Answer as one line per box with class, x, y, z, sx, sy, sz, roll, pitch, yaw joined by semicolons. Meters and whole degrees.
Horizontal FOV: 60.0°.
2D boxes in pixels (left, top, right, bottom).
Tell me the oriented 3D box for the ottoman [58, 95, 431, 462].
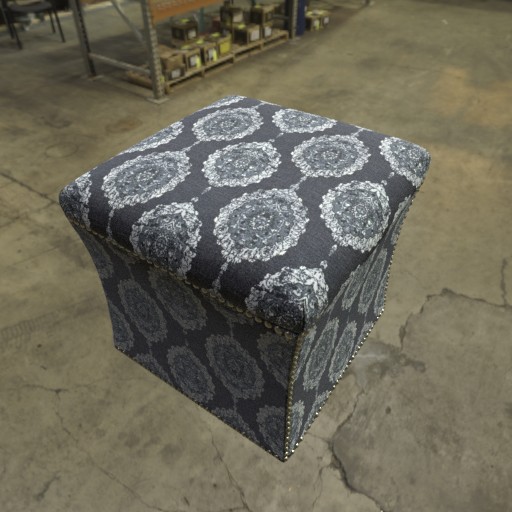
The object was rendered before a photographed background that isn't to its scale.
ottoman;0.000;0.000;0.916;0.497;0.475;0.507;25;47;25
